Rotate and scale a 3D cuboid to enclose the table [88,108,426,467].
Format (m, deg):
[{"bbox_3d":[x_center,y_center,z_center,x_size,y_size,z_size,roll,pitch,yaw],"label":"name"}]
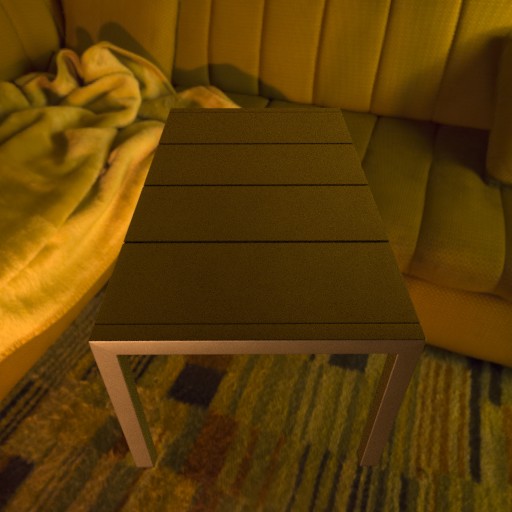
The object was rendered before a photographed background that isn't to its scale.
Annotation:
[{"bbox_3d":[0.000,0.000,1.242,0.559,0.460,0.965,0,41,0],"label":"table"}]
